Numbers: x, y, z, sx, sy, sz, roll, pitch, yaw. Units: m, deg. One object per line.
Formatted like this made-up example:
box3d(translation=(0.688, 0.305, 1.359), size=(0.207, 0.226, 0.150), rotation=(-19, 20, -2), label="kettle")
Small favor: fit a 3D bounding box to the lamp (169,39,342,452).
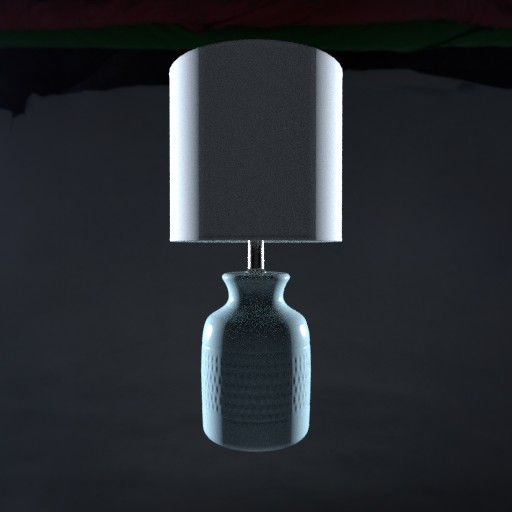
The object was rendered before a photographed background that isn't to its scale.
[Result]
box3d(translation=(0.000, 0.000, 1.098), size=(0.418, 0.871, 0.418), rotation=(0, 1, -1), label="lamp")
